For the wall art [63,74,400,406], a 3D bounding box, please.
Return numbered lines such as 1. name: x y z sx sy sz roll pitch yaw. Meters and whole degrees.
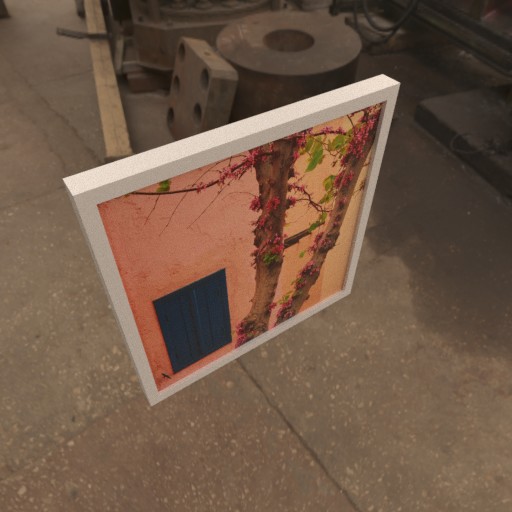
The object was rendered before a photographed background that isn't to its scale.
1. wall art: 0.000 0.000 0.777 0.507 0.508 0.038 -25 51 -23
